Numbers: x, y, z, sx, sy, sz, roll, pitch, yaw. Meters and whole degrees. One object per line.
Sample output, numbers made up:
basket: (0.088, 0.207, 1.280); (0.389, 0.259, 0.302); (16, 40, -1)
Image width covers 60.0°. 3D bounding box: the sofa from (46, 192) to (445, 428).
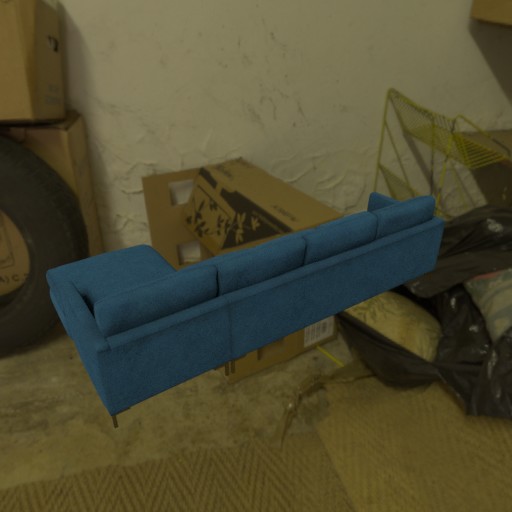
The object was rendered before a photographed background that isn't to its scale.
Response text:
sofa: (0.000, 0.000, 3.534); (2.932, 0.810, 1.350); (-18, 34, -29)
